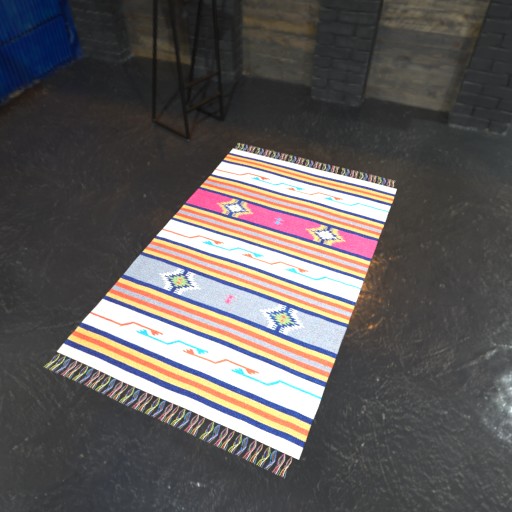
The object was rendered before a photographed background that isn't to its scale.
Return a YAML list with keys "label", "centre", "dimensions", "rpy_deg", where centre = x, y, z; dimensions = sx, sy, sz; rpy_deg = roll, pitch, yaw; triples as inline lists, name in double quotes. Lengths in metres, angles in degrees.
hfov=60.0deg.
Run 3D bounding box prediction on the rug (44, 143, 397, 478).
- label: "rug"
  centre: [0.000, 0.000, 2.240]
  dimensions: [1.084, 0.013, 1.849]
  rpy_deg: [18, 49, 16]
